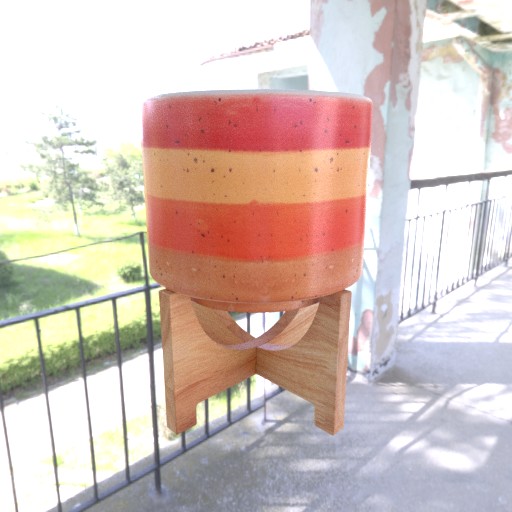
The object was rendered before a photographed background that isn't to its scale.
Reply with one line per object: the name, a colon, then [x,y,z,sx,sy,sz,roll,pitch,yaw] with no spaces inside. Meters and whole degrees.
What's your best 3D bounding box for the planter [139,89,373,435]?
planter: [0.000,0.000,0.405,0.199,0.268,0.199,0,15,0]
